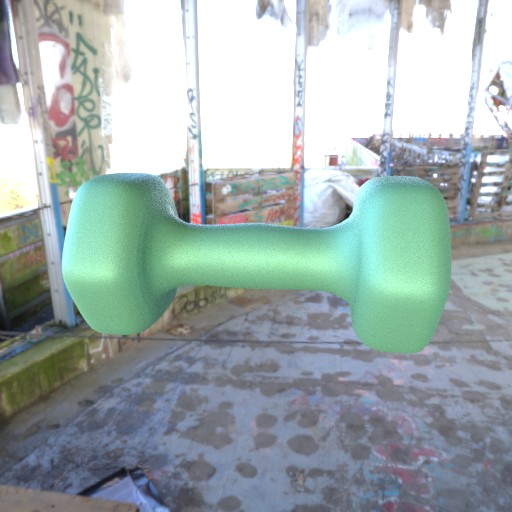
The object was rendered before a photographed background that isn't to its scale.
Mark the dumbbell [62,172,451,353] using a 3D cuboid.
[{"bbox_3d":[0.000,0.000,0.327,0.260,0.117,0.129,2,16,8],"label":"dumbbell"}]
